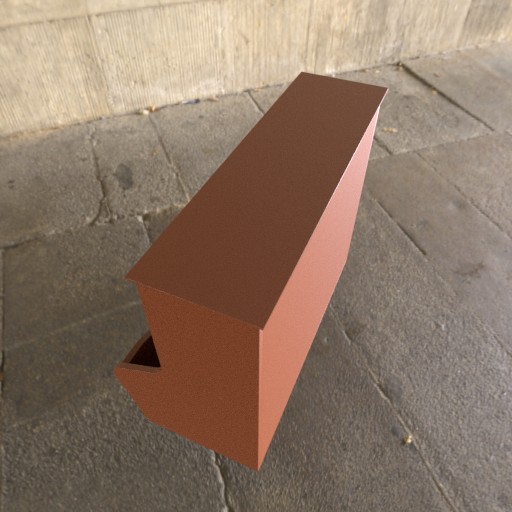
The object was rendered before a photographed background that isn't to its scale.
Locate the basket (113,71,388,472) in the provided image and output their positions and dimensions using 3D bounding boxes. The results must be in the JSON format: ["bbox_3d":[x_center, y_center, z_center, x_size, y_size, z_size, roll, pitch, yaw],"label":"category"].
[{"bbox_3d":[0.000,0.000,1.142,0.376,0.625,0.792,18,49,16],"label":"basket"}]
